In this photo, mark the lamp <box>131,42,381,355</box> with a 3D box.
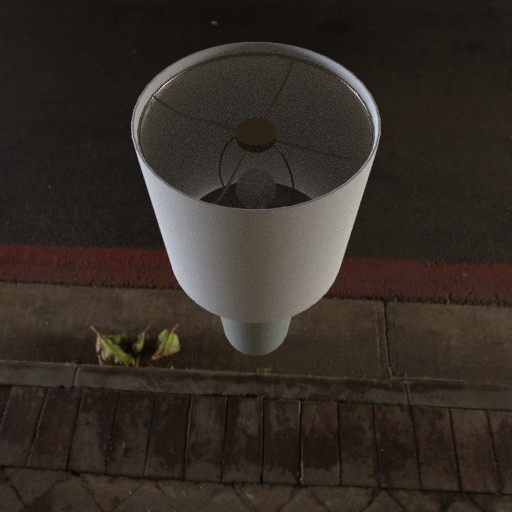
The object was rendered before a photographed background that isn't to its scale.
[{"bbox_3d":[0.000,0.000,0.596,0.220,0.475,0.220,31,63,18],"label":"lamp"}]
